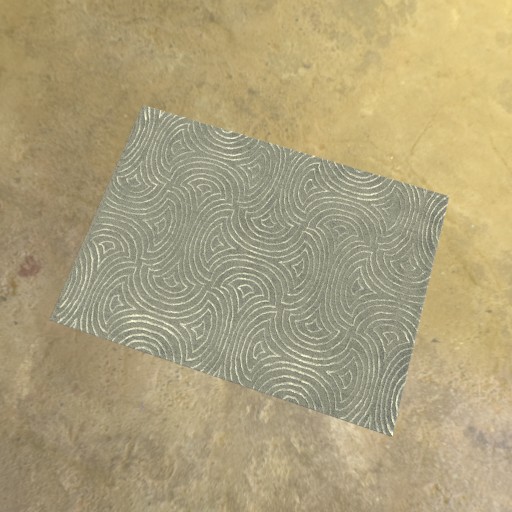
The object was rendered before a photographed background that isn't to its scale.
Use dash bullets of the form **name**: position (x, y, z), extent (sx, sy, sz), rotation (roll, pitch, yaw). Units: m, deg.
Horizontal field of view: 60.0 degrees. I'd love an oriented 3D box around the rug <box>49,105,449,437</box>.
- **rug**: position (0.000, 0.000, 2.790), extent (2.144, 0.015, 1.543), rotation (18, 77, 4)
